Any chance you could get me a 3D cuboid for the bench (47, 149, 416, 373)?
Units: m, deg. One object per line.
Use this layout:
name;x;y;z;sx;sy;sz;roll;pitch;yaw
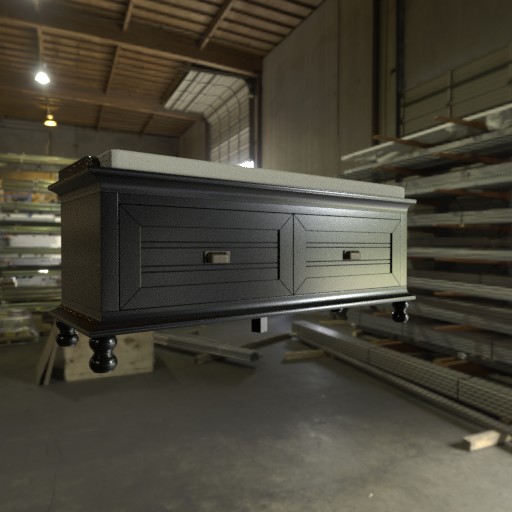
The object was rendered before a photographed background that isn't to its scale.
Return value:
bench;0.000;0.000;1.459;1.185;0.501;0.402;-1;2;-36
